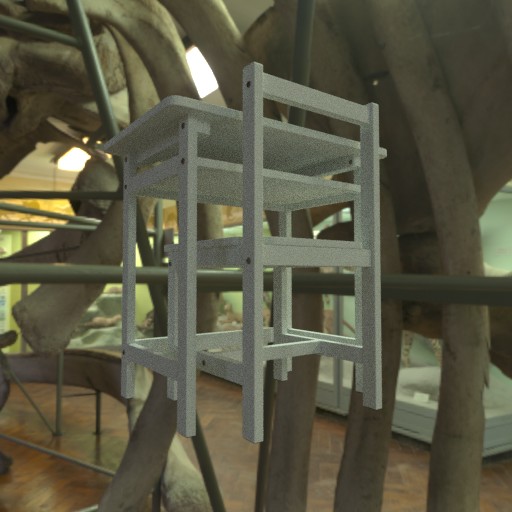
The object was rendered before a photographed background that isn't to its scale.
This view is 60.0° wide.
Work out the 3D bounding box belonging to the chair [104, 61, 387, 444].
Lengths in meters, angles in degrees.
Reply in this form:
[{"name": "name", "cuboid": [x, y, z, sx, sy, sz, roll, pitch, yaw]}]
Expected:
[{"name": "chair", "cuboid": [0.000, 0.000, 1.062, 0.599, 0.673, 0.461, 2, -3, -36]}]
